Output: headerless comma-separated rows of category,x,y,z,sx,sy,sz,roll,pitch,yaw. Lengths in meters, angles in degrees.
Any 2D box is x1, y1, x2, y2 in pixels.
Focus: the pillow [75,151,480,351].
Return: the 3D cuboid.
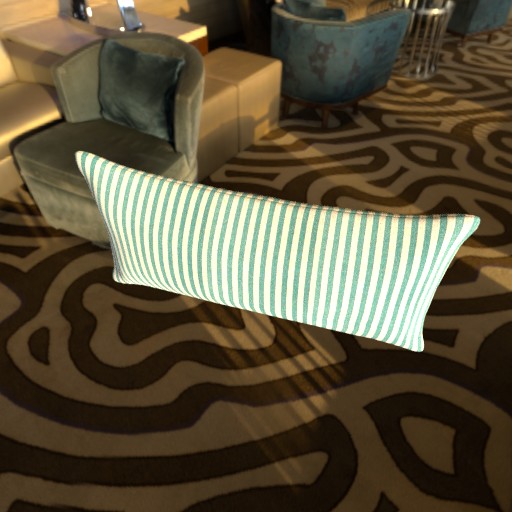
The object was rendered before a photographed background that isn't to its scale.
pillow,0.000,0.000,0.745,0.617,0.295,0.151,12,43,13
